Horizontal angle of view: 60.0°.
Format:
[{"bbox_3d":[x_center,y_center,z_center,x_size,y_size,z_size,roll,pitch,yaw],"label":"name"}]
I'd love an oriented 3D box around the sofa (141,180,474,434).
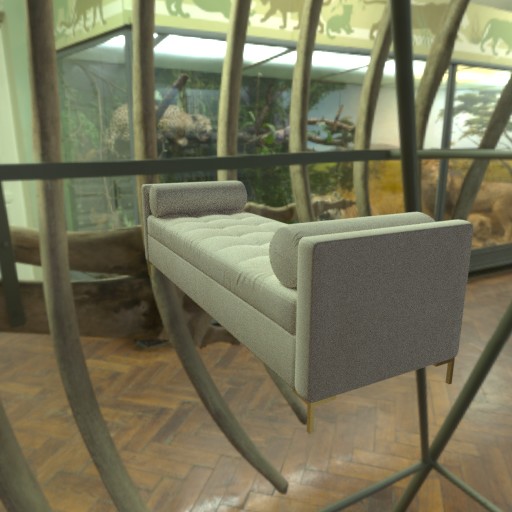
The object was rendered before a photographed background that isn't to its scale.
[{"bbox_3d":[0.000,0.000,2.303,0.686,0.635,1.981,-7,16,-27],"label":"sofa"}]
